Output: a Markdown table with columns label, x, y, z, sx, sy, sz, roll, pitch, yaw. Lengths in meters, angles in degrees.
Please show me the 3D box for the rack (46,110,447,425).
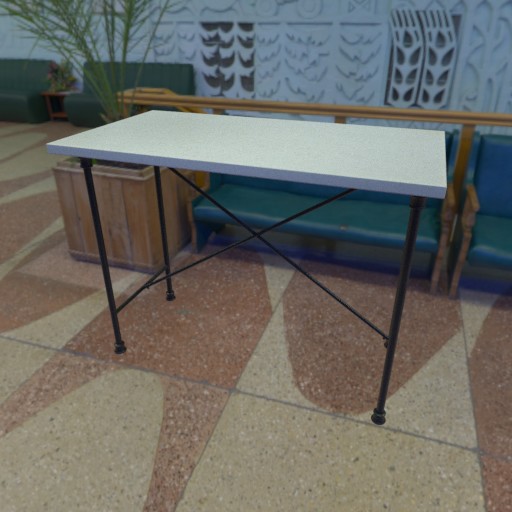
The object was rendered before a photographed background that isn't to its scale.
| label | x | y | z | sx | sy | sz | roll | pitch | yaw |
| --- | --- | --- | --- | --- | --- | --- | --- | --- | --- |
| rack | 0.000 | 0.000 | 1.654 | 1.159 | 0.880 | 0.613 | 10 | 30 | 18 |
